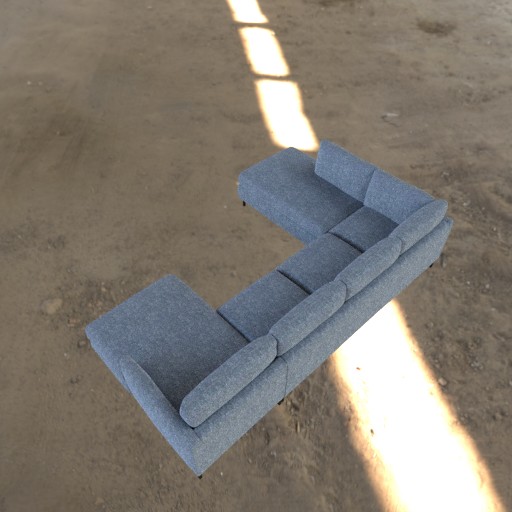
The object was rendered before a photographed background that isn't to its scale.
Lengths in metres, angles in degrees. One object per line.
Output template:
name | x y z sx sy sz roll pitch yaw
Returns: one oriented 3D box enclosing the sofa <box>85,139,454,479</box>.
sofa | 0.000 0.000 3.576 2.737 0.756 1.879 -34 55 -28
